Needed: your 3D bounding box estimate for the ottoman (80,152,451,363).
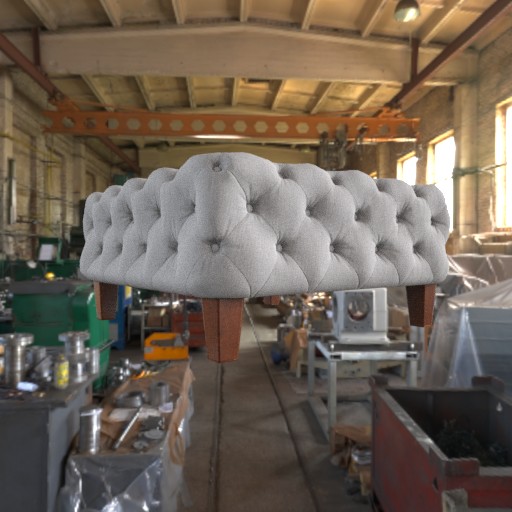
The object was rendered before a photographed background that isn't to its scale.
[{"bbox_3d":[0.000,0.000,1.214,0.758,0.365,0.764,0,0,-37],"label":"ottoman"}]
